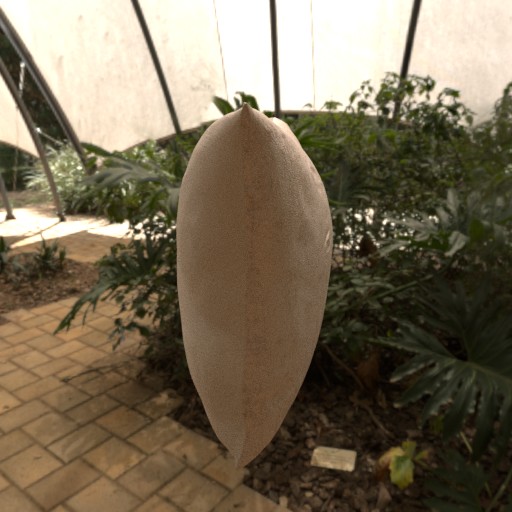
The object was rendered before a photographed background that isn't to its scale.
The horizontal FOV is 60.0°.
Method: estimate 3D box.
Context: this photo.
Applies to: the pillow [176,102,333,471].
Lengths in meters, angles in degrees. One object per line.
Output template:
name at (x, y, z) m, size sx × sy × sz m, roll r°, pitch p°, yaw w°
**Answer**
pillow at (0.000, 0.000, 0.722) m, size 0.245 × 0.448 × 0.450 m, roll 2°, pitch 15°, yaw 8°
